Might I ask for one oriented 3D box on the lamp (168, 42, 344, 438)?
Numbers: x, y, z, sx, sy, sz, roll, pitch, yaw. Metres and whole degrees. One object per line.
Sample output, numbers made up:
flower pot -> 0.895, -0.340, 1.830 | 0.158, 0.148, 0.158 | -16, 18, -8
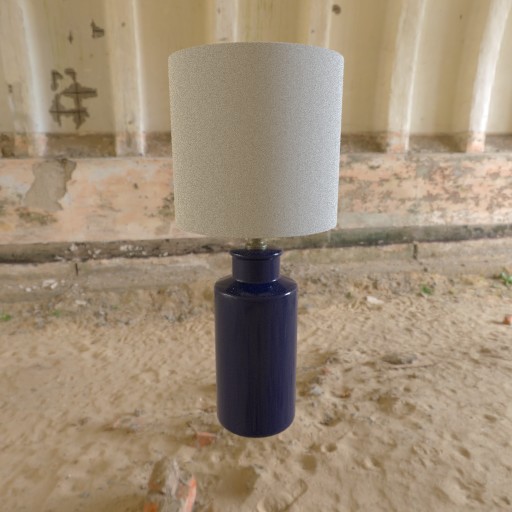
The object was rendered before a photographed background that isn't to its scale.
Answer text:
lamp -> 0.000, 0.000, 0.604 | 0.212, 0.493, 0.212 | -13, 19, -43
